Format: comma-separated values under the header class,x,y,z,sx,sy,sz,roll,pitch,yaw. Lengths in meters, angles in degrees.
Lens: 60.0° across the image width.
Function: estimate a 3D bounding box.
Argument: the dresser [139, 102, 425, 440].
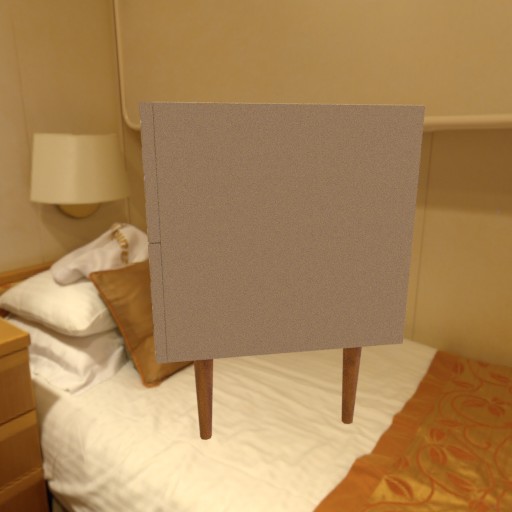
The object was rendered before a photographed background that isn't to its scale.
class,x,y,z,sx,sy,sz,roll,pitch,yaw
dresser,0.000,0.000,0.923,0.414,0.568,0.503,-3,15,-9
